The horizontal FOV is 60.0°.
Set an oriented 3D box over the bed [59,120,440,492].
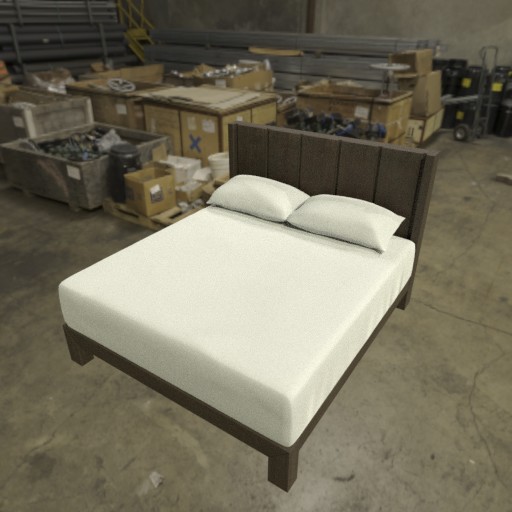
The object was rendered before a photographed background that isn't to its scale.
[{"bbox_3d":[0.000,0.000,3.050,1.735,1.261,1.992,18,34,29],"label":"bed"}]
